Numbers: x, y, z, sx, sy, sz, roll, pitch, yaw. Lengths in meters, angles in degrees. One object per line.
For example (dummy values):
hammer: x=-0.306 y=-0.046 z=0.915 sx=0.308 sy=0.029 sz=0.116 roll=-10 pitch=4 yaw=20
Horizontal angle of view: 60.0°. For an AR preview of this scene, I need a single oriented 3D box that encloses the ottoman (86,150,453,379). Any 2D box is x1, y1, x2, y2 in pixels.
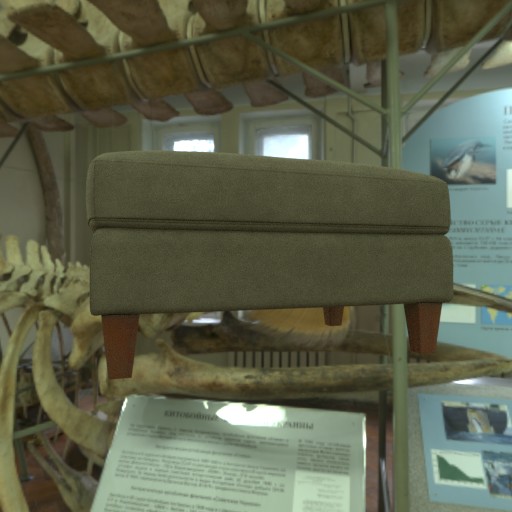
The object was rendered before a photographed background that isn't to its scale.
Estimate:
ottoman: x=0.000 y=0.000 z=1.221 sx=0.864 sy=0.483 sz=0.584 roll=0 pitch=0 yaw=-18
